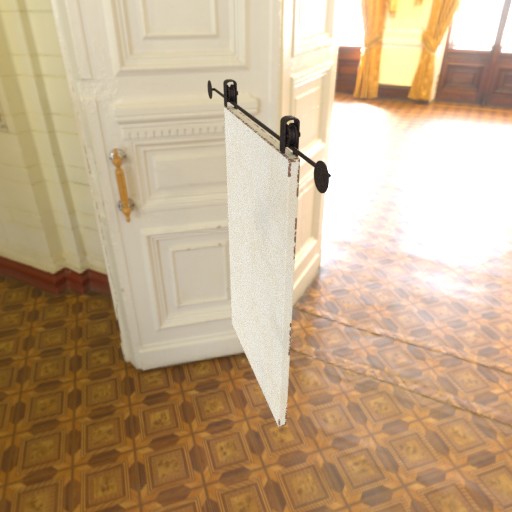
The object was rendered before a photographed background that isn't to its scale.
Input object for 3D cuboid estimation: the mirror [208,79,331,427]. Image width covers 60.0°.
[{"bbox_3d":[0.000,0.000,1.213,0.037,0.844,0.808,-10,33,-16],"label":"mirror"}]
